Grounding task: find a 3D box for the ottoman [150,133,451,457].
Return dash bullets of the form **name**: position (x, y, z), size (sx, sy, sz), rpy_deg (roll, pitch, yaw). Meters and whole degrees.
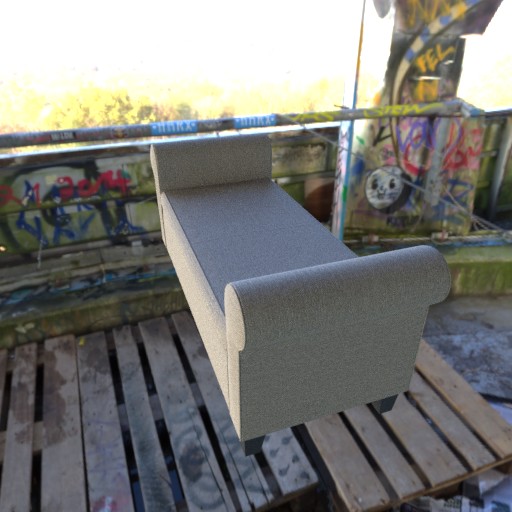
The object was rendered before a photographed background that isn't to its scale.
- **ottoman**: position (0.000, 0.000, 1.560), size (0.521, 0.547, 1.256), rpy_deg (-10, 31, -17)
